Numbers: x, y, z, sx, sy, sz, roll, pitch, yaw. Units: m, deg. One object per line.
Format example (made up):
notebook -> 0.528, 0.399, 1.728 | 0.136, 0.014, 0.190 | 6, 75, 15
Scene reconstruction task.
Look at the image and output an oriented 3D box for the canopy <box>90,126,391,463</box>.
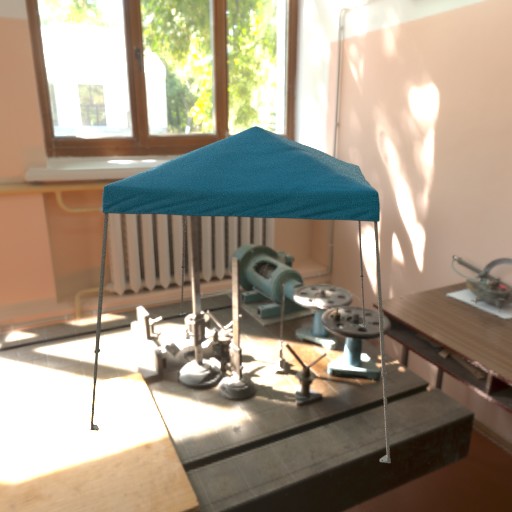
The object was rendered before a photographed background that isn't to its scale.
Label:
canopy -> 0.000, 0.000, 5.063 | 2.849, 2.849, 2.848 | 3, 17, 9
